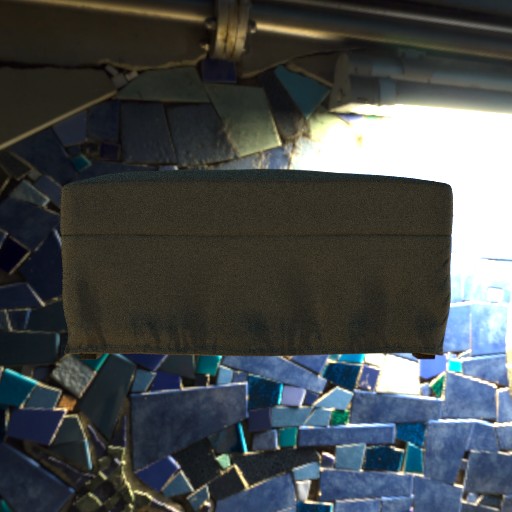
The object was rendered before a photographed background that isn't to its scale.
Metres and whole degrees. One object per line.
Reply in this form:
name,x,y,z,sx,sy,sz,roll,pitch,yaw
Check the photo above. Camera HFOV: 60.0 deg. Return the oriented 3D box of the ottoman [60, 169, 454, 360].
ottoman,0.000,0.000,1.325,0.843,0.436,0.840,0,1,0
